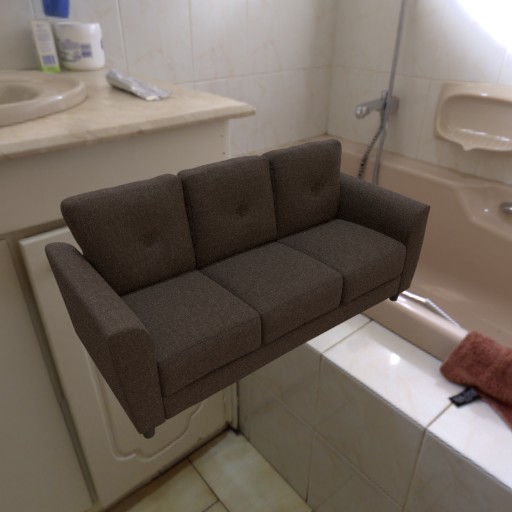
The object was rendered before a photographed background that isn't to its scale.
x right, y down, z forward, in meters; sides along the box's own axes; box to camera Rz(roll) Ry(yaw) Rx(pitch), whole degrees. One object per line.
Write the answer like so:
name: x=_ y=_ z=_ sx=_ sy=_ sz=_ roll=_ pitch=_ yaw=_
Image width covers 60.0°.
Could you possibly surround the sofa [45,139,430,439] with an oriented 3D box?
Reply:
sofa: x=0.000 y=0.000 z=2.334 sx=1.847 sy=0.891 sz=0.837 roll=-21 pitch=36 yaw=-32
